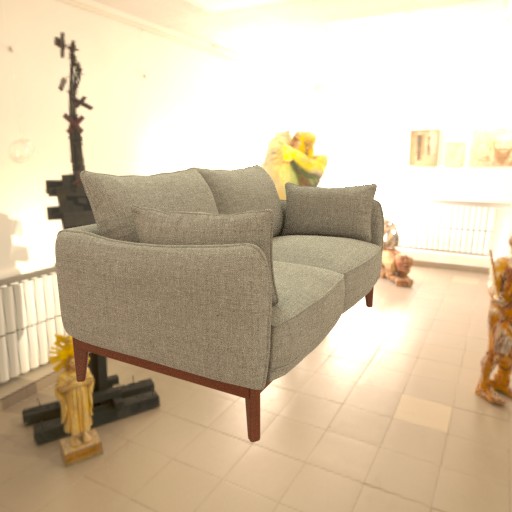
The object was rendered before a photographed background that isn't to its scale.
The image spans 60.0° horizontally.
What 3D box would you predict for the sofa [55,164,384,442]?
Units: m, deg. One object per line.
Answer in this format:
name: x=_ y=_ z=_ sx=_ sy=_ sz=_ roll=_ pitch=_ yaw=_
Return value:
sofa: x=0.000 y=0.000 z=2.159 sx=0.972 sy=0.851 sz=1.580 roll=7 pitch=15 yaw=28
